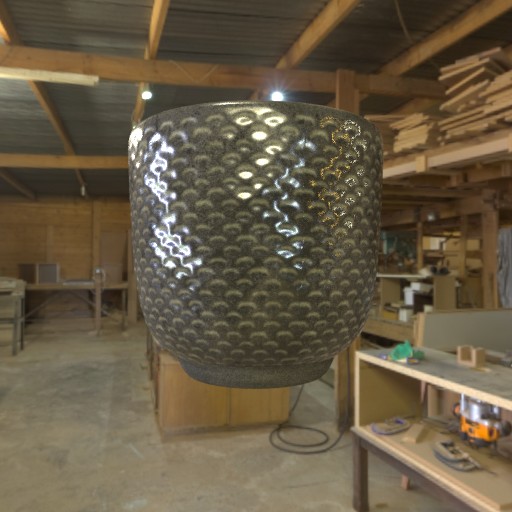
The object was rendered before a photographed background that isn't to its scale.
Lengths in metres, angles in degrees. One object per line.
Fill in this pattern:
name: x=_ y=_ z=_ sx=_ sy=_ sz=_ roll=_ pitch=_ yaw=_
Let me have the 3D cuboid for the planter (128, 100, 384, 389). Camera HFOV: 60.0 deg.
planter: x=0.000 y=0.000 z=0.252 sx=0.140 sy=0.129 sz=0.140 roll=0 pitch=0 yaw=0
